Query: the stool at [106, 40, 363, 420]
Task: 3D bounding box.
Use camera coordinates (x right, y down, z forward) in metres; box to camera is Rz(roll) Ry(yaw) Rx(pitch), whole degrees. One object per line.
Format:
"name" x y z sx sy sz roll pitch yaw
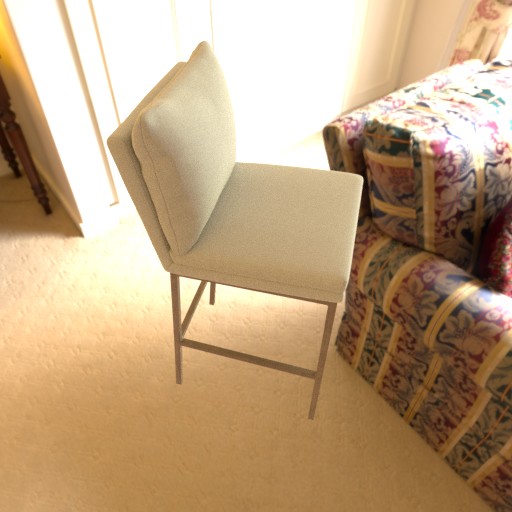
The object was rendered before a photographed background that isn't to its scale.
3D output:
"stool" 0.000 0.000 1.397 0.572 1.125 0.463 10 46 10
